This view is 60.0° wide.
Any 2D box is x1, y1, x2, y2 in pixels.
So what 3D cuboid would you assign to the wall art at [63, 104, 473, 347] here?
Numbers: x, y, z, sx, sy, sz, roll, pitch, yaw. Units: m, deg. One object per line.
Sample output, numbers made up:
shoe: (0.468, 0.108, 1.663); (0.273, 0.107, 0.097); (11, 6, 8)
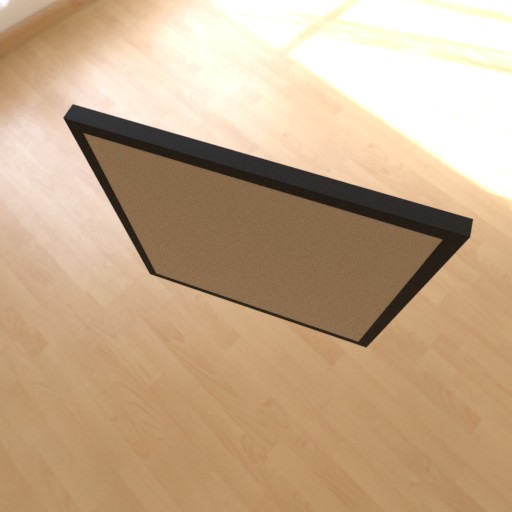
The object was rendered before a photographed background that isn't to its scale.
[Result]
wall art: (0.000, 0.000, 0.455); (0.306, 0.304, 0.015); (18, 66, 8)
